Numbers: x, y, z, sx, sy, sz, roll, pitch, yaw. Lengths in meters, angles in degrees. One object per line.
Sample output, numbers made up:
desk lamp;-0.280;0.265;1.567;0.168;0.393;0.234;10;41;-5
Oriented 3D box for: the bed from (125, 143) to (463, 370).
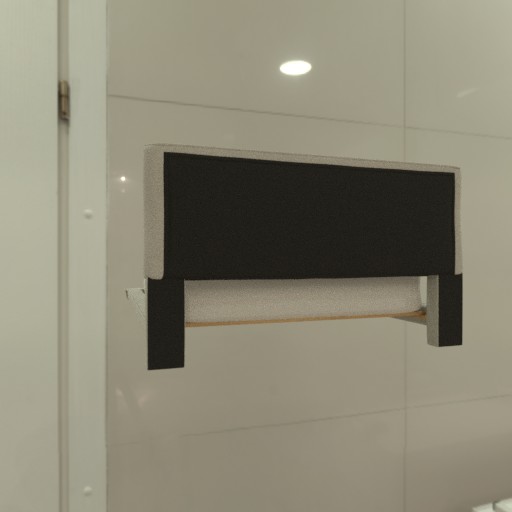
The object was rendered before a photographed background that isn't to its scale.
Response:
bed;0.000;0.000;3.386;1.840;1.067;2.368;0;0;-18
